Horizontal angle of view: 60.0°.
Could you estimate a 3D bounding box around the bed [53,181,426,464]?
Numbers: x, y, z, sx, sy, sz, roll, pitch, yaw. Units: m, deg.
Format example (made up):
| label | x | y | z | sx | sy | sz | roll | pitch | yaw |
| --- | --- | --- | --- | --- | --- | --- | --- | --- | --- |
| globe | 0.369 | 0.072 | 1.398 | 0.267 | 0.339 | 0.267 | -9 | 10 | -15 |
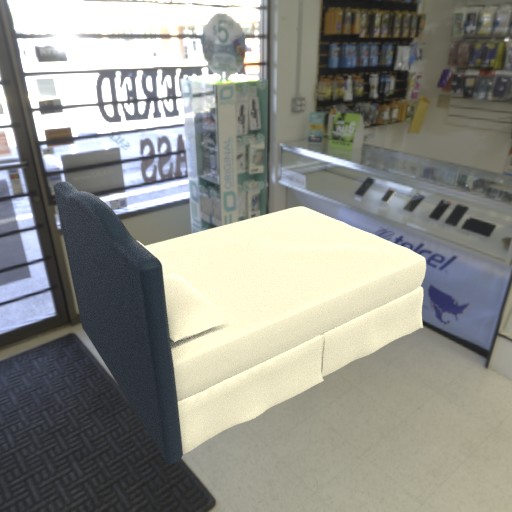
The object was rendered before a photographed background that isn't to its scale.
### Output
| label | x | y | z | sx | sy | sz | roll | pitch | yaw |
| --- | --- | --- | --- | --- | --- | --- | --- | --- | --- |
| bed | 0.000 | 0.000 | 3.585 | 2.507 | 1.441 | 1.741 | -17 | 31 | -32 |
